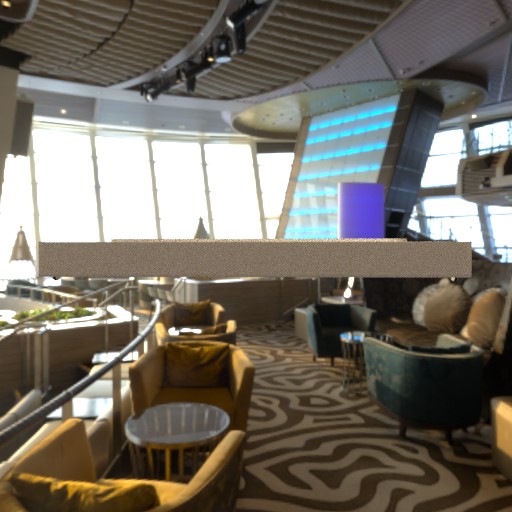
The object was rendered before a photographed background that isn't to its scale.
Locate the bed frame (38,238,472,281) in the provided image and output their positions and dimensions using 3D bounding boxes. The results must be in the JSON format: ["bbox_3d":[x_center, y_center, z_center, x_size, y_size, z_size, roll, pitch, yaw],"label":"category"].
[{"bbox_3d":[0.000,0.000,1.624,1.300,0.141,0.670,0,1,1],"label":"bed frame"}]
